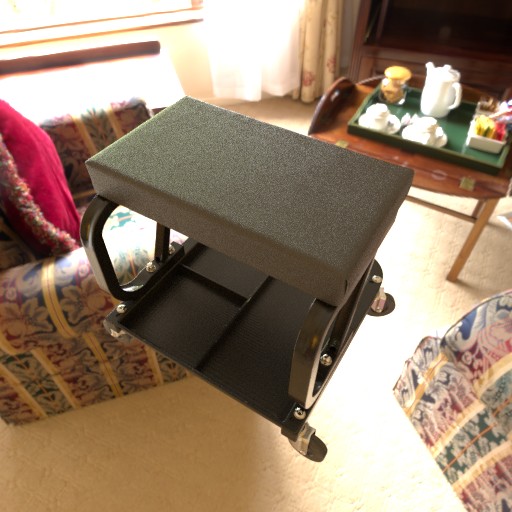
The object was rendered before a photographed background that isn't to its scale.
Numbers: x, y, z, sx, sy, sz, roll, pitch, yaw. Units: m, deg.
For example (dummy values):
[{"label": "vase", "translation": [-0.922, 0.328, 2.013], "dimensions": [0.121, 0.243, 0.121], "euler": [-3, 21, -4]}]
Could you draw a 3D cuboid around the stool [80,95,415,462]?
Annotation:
[{"label": "stool", "translation": [0.000, 0.000, 0.712], "dimensions": [0.446, 0.380, 0.371], "euler": [25, 52, 21]}]
